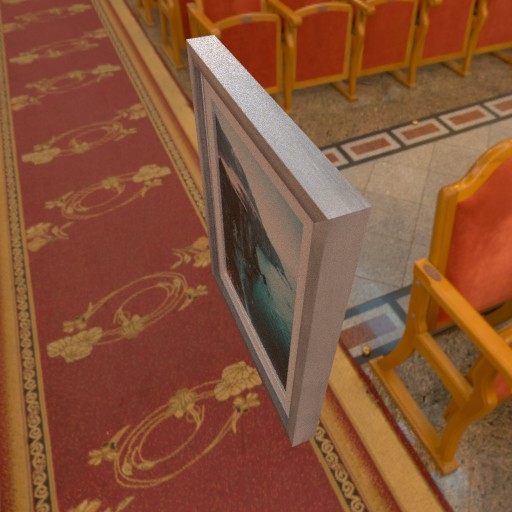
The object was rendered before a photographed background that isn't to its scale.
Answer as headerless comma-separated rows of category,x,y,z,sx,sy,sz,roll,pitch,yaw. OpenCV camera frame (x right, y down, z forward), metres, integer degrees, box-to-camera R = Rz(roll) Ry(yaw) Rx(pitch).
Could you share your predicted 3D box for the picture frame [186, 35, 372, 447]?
picture frame,0.000,0.000,0.751,0.046,0.555,0.449,-17,49,-15
